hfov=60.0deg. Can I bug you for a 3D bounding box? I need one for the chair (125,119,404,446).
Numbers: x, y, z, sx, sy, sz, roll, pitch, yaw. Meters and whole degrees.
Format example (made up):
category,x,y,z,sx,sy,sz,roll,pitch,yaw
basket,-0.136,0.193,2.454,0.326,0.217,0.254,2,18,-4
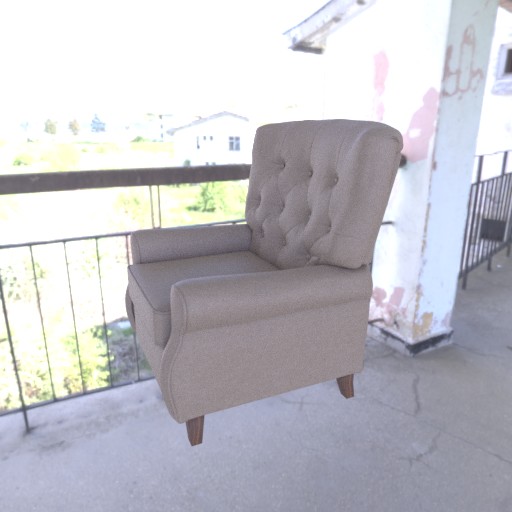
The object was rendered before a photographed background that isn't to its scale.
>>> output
category,x,y,z,sx,sy,sz,roll,pitch,yaw
chair,0.000,0.000,1.924,1.041,1.138,0.999,-8,19,-23
